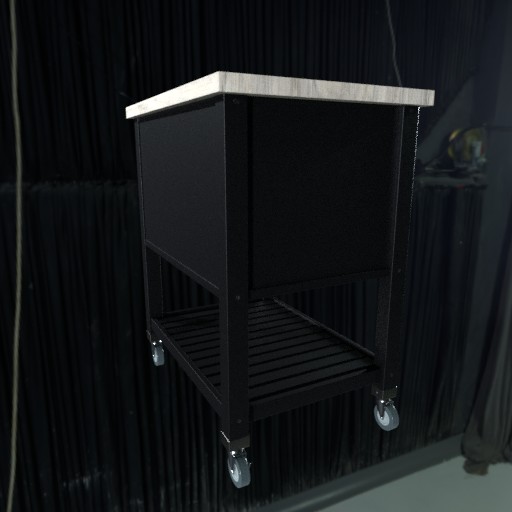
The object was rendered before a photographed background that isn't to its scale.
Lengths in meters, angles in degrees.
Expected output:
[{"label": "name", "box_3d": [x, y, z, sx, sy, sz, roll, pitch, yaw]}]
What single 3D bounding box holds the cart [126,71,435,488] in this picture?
[{"label": "cart", "box_3d": [0.000, 0.000, 1.380, 0.567, 0.920, 0.797, -7, 15, -27]}]
